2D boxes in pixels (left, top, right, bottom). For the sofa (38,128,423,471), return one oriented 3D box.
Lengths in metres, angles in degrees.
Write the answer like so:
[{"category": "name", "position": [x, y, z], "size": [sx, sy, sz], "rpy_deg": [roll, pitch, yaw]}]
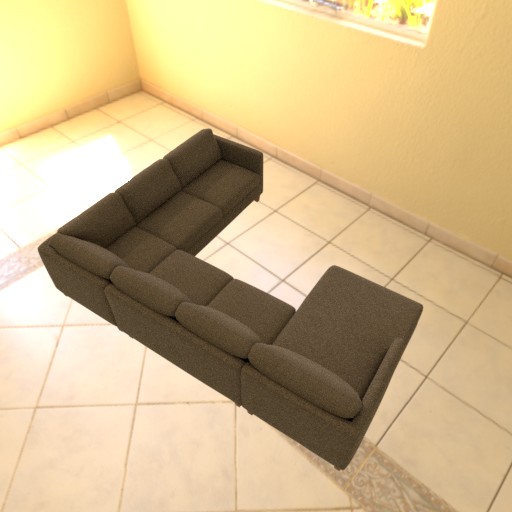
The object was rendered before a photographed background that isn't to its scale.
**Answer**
[{"category": "sofa", "position": [0.000, 0.000, 4.381], "size": [3.238, 0.853, 2.551], "rpy_deg": [25, 51, 23]}]
